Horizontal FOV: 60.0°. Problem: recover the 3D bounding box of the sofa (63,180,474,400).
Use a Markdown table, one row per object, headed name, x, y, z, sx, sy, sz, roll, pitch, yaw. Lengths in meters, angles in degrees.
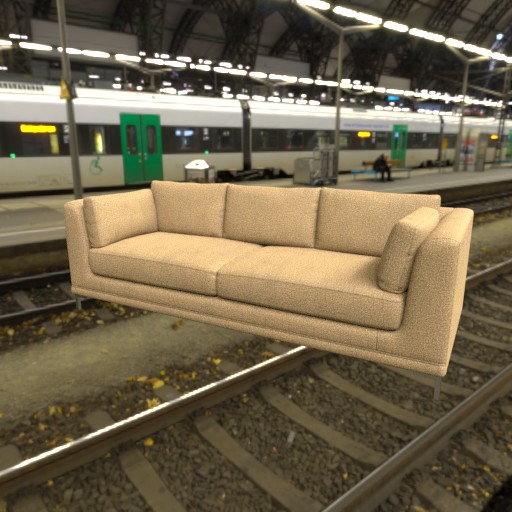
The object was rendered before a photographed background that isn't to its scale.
| name | x | y | z | sx | sy | sz | roll | pitch | yaw |
| --- | --- | --- | --- | --- | --- | --- | --- | --- | --- |
| sofa | 0.000 | 0.000 | 2.846 | 2.415 | 0.867 | 0.969 | 8 | 16 | 27 |
